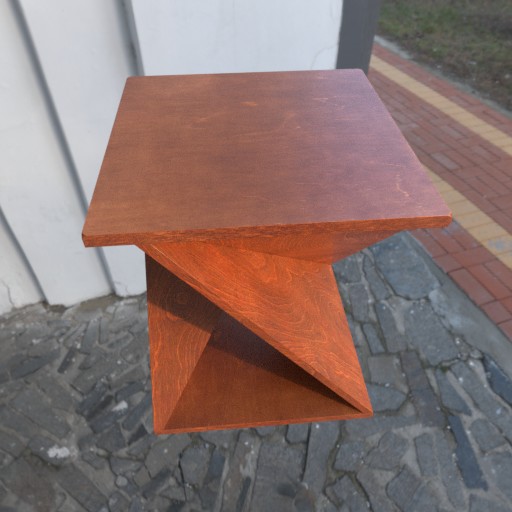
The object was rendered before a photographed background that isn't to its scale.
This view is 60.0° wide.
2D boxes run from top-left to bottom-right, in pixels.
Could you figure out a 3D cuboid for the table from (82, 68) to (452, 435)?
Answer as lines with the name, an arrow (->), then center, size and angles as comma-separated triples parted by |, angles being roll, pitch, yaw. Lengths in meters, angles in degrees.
table -> 0.000, 0.000, 0.839 | 0.427, 0.520, 0.427 | -3, 45, -3
